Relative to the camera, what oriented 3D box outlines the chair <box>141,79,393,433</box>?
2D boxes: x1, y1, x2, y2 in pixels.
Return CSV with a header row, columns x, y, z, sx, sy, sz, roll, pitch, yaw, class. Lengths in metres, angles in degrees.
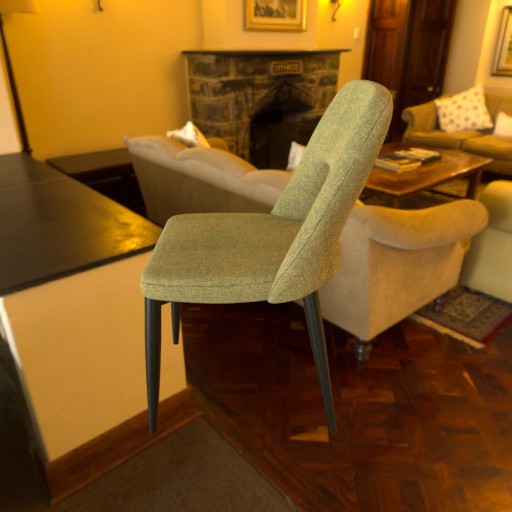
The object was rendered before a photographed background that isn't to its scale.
x,y,z,sx,sy,sz,roll,pitch,yaw,class
0.000,0.000,1.266,0.612,0.931,0.470,0,26,0,chair
